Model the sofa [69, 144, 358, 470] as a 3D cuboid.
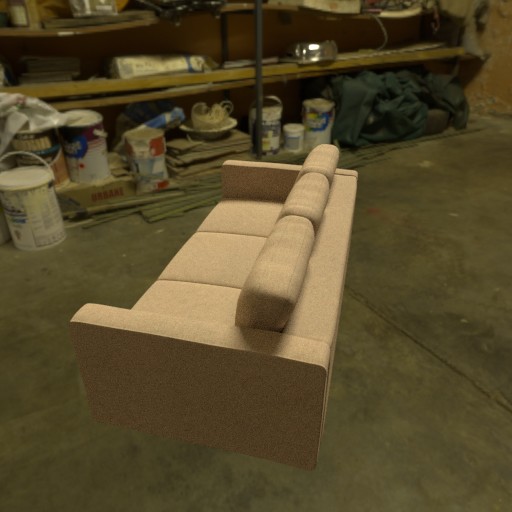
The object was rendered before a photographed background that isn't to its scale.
[{"bbox_3d":[0.000,0.000,2.329,0.930,0.800,1.855,7,31,12],"label":"sofa"}]
